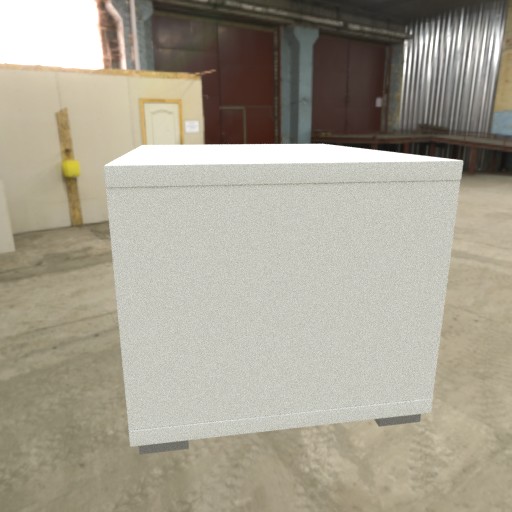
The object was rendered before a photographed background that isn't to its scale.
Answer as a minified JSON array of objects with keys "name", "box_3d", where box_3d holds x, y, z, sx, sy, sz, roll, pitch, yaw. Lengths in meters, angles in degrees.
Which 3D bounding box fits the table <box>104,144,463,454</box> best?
[{"name":"table","box_3d":[0.000,0.000,0.772,0.399,0.357,0.517,-3,16,-9]}]
